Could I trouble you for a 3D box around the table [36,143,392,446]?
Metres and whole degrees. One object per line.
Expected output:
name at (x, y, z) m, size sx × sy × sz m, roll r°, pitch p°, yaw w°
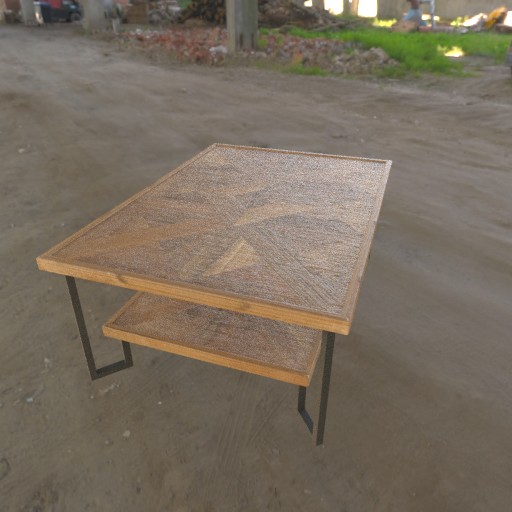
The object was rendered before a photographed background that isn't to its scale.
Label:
table at (0.000, 0.000, 1.744) m, size 0.877 × 0.492 × 1.238 m, roll 10°, pitch 31°, yaw 17°
